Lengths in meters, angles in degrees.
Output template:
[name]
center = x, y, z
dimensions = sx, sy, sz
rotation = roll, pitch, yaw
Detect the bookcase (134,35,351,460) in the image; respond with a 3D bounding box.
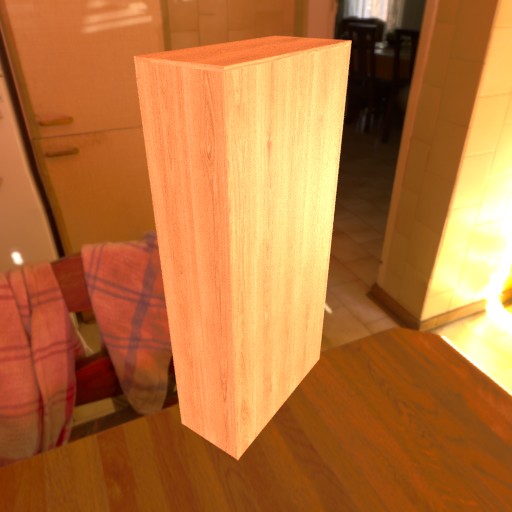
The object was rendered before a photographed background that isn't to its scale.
[bookcase]
center = 0.000, 0.000, 2.358
dimensions = 0.420, 2.020, 0.950
rotation = 20, 37, 29
